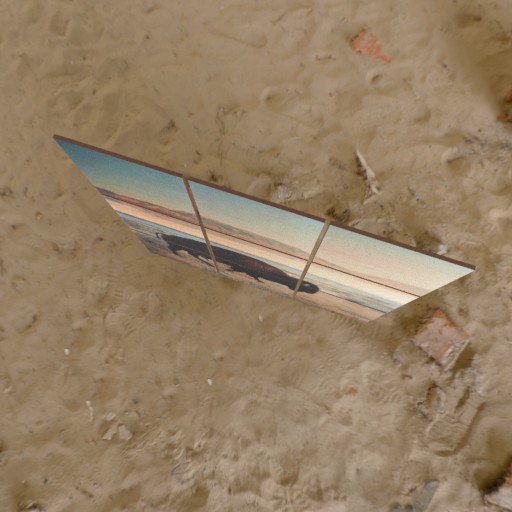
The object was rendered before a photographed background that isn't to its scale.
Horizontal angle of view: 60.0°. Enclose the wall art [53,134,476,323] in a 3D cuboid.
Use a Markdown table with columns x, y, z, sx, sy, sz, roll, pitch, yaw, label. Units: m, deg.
| x | y | z | sx | sy | sz | roll | pitch | yaw | label |
| --- | --- | --- | --- | --- | --- | --- | --- | --- | --- |
| 0.000 | 0.000 | 1.805 | 1.221 | 1.218 | 0.019 | 18 | 76 | 5 | wall art |
